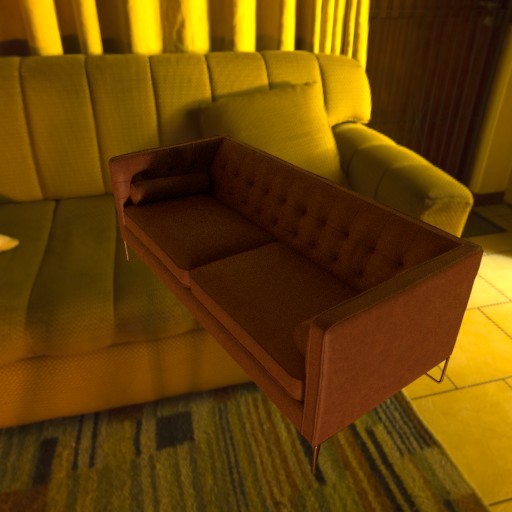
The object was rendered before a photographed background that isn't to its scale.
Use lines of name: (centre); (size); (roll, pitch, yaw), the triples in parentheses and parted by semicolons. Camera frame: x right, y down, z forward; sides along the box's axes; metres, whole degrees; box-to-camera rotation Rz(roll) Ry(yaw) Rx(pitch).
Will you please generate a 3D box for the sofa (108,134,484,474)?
sofa: (0.000, 0.000, 2.540); (0.912, 0.798, 2.079); (-20, 37, -29)
